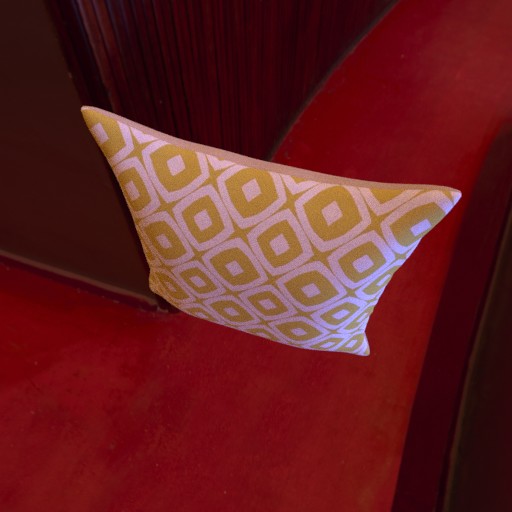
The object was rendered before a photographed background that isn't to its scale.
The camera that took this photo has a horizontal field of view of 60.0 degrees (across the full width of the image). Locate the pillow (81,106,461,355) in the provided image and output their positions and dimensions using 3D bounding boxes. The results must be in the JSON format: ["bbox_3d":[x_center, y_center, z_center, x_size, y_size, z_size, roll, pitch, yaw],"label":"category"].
[{"bbox_3d":[0.000,0.000,0.762,0.504,0.494,0.188,15,57,10],"label":"pillow"}]
